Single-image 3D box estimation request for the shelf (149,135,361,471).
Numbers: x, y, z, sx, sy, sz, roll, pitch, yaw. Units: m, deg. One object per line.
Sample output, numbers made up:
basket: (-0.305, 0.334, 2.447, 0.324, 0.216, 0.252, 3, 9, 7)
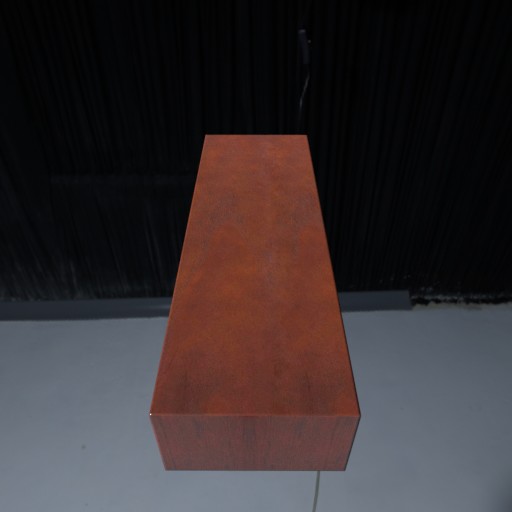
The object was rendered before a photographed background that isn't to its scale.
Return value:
shelf: (0.000, 0.000, 0.521, 0.152, 0.088, 0.457, 0, 40, 0)
